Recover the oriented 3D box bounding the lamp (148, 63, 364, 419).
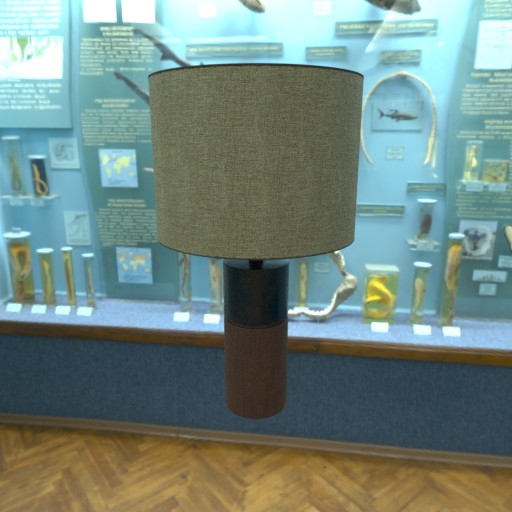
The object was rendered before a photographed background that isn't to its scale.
[{"bbox_3d":[0.000,0.000,0.470,0.202,0.350,0.202,0,15,0],"label":"lamp"}]
